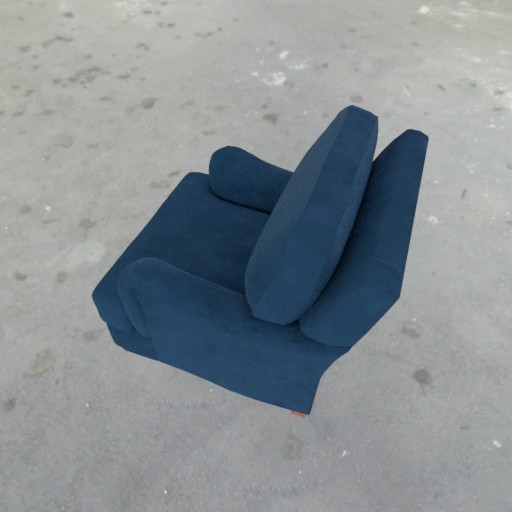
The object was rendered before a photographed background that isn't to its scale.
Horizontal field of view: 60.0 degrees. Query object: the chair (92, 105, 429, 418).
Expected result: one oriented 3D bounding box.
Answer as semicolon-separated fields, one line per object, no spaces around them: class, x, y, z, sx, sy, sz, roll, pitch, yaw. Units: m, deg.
chair;0.000;0.000;1.833;1.078;1.076;0.895;15;48;14
